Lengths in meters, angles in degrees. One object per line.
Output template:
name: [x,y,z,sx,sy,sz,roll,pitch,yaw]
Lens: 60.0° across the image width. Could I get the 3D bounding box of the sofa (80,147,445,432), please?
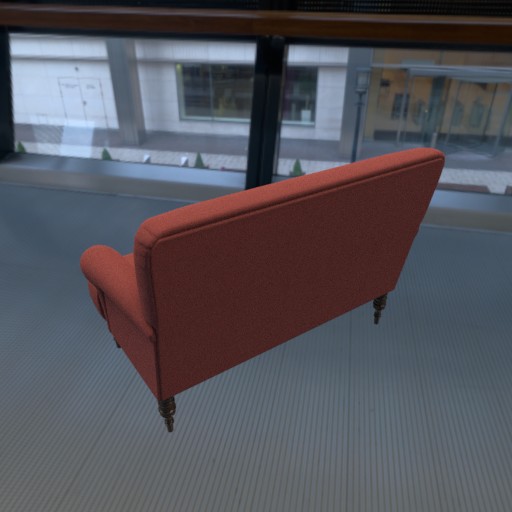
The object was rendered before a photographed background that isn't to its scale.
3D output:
sofa: [0.000,0.000,1.821,1.297,0.889,0.779,-19,36,-29]
